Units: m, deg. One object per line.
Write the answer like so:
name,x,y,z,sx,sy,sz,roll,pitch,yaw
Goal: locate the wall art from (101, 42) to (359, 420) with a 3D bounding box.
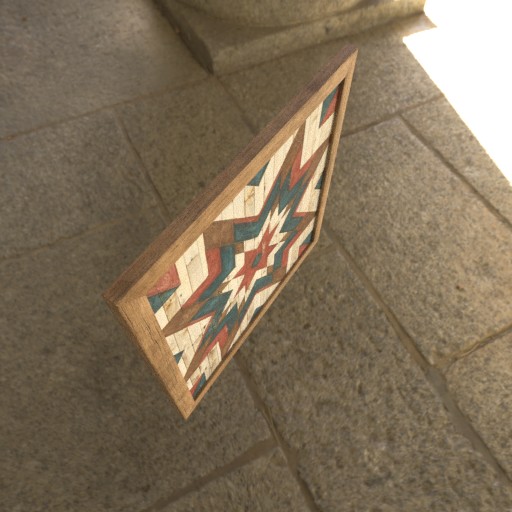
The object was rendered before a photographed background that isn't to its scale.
wall art,0.000,0.000,1.035,0.029,0.691,0.695,30,63,18
